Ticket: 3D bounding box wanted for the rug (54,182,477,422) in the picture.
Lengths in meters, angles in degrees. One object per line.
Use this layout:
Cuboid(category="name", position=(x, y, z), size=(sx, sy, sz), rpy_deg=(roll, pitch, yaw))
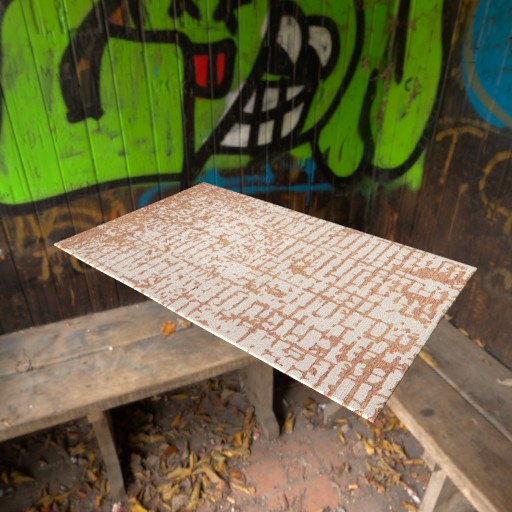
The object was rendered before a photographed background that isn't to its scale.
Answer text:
Cuboid(category="rug", position=(0.000, 0.000, 2.987), size=(2.435, 0.011, 1.517), rpy_deg=(22, 37, 32))
